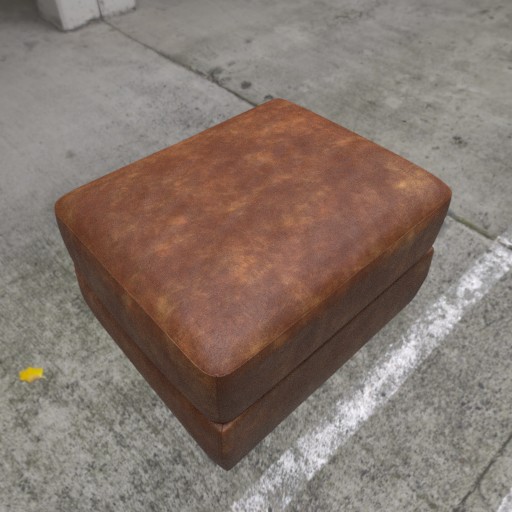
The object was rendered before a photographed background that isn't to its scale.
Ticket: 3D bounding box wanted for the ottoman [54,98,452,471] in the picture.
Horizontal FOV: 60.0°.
[{"bbox_3d":[0.000,0.000,1.118,0.751,0.476,0.603,-34,55,-28],"label":"ottoman"}]
